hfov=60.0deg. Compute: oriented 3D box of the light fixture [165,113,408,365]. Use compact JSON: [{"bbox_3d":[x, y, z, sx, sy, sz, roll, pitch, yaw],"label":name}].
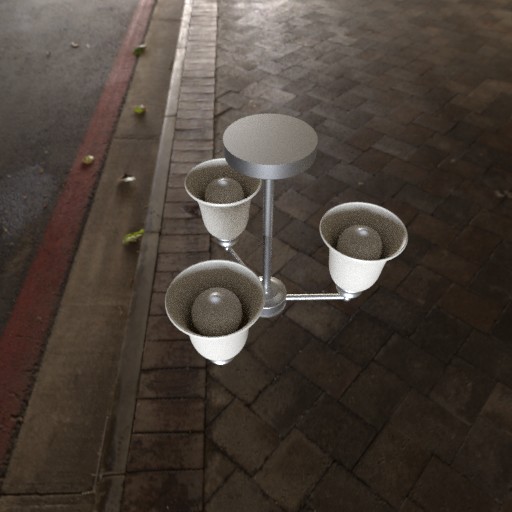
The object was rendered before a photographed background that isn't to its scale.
[{"bbox_3d":[0.000,0.000,0.675,0.388,0.370,0.354,22,51,20],"label":"light fixture"}]
